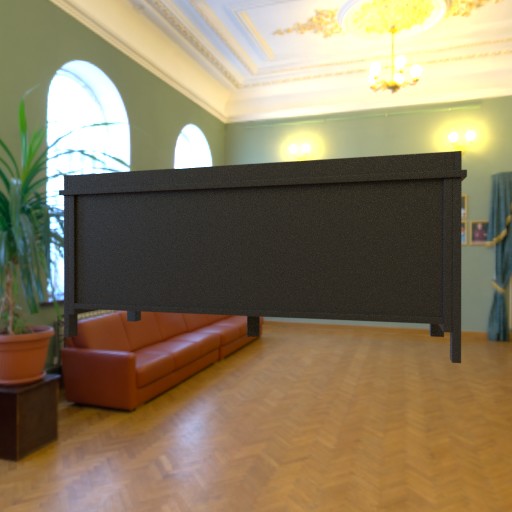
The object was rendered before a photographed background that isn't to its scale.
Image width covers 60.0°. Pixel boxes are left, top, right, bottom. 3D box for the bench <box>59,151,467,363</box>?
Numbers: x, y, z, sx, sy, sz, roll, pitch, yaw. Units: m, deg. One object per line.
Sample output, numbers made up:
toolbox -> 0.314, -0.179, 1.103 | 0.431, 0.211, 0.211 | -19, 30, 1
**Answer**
bench -> 0.000, 0.000, 1.382 | 1.140, 0.501, 0.398 | 0, 0, 17
